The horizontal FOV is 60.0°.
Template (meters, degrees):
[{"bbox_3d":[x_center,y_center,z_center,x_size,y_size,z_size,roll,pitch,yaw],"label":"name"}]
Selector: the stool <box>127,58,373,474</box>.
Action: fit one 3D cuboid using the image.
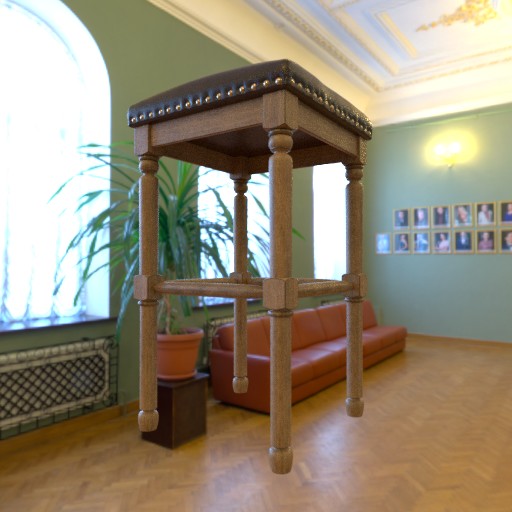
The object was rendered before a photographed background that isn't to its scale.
[{"bbox_3d":[0.000,0.000,0.945,0.383,0.702,0.382,-1,-1,35],"label":"stool"}]
